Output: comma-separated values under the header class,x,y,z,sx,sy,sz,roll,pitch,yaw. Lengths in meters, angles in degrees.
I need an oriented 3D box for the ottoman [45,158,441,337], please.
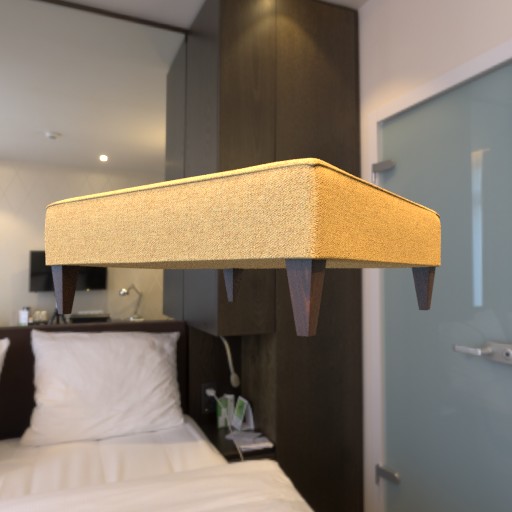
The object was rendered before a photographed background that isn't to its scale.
class,x,y,z,sx,sy,sz,roll,pitch,yaw
ottoman,0.000,0.000,1.506,0.981,0.378,0.970,-2,-3,36
